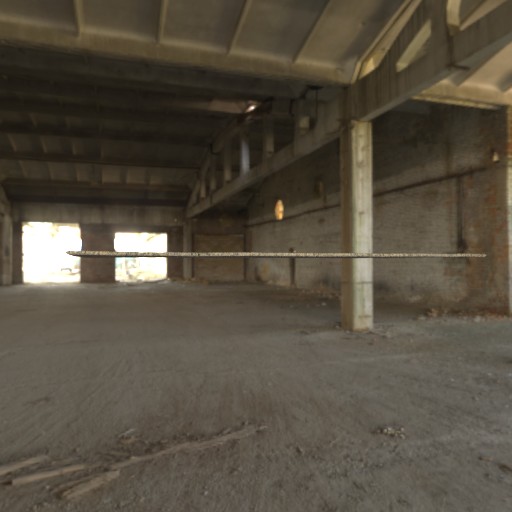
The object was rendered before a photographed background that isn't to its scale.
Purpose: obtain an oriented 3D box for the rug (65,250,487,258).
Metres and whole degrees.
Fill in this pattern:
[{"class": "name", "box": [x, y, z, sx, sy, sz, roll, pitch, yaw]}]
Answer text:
[{"class": "rug", "box": [0.000, 0.000, 4.285, 3.199, 0.036, 2.414, 0, -1, -18]}]
